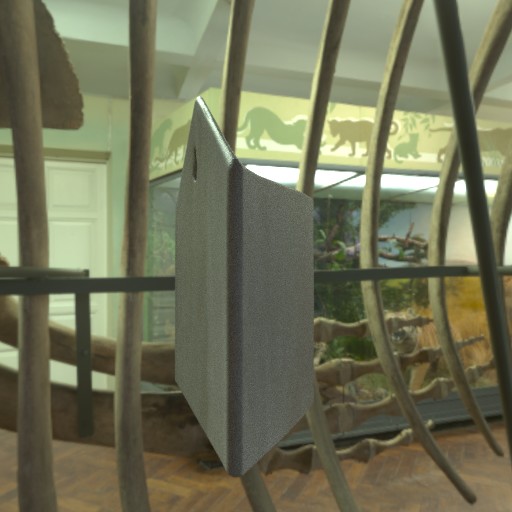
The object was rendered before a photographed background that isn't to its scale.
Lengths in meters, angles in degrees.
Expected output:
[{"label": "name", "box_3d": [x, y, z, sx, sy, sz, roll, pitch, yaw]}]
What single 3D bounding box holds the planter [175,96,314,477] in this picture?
[{"label": "planter", "box_3d": [0.000, 0.000, 0.281, 0.080, 0.194, 0.163, 0, 0, -19]}]
